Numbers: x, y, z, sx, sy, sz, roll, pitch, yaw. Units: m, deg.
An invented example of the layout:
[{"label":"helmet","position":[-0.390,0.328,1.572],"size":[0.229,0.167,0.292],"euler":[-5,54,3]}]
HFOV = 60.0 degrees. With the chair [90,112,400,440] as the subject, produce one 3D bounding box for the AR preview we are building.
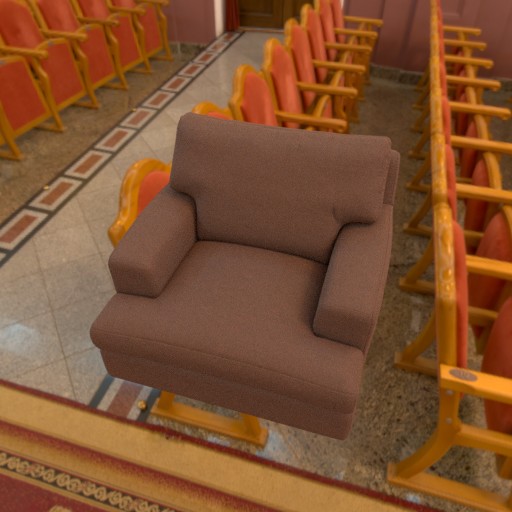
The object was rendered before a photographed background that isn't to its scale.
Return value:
[{"label":"chair","position":[0.000,0.000,2.028],"size":[1.168,0.940,1.143],"euler":[11,41,13]}]
